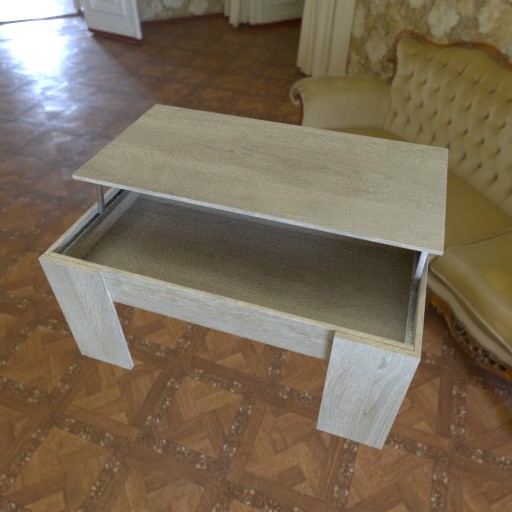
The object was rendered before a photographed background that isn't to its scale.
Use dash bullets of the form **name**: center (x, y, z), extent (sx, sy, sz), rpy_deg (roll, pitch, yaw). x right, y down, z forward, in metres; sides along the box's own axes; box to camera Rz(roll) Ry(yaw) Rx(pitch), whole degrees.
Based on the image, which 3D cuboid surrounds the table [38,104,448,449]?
- **table**: center (0.000, 0.000, 1.420), extent (1.000, 0.570, 0.711), rpy_deg (13, 44, 14)
